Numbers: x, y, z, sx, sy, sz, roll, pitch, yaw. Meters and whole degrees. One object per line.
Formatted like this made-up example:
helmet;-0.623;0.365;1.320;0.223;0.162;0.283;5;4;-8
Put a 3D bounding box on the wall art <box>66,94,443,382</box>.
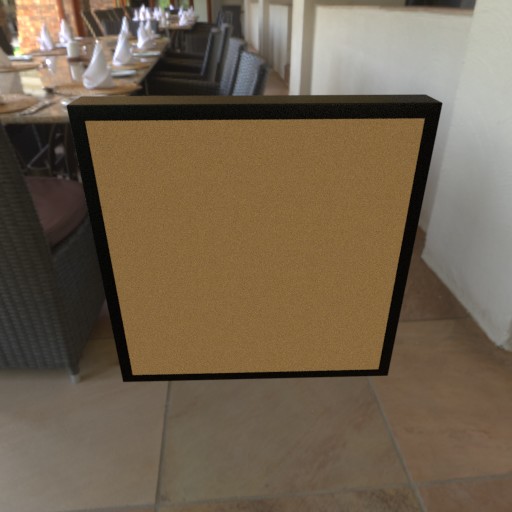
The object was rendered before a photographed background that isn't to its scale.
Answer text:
wall art;0.000;0.000;0.442;0.299;0.299;0.037;-1;30;-2
